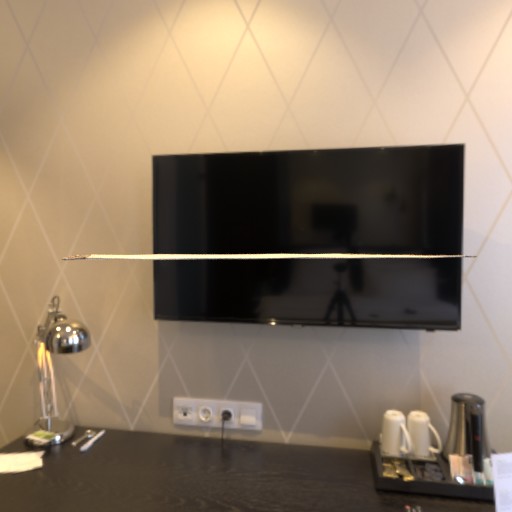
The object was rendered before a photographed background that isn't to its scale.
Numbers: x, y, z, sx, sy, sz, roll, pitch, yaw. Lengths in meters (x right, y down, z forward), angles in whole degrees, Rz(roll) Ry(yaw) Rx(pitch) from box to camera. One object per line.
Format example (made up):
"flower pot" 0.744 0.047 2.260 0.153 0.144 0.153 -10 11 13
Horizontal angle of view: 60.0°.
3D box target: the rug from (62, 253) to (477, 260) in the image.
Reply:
"rug" 0.000 0.000 2.408 1.861 0.017 1.218 0 1 -20
